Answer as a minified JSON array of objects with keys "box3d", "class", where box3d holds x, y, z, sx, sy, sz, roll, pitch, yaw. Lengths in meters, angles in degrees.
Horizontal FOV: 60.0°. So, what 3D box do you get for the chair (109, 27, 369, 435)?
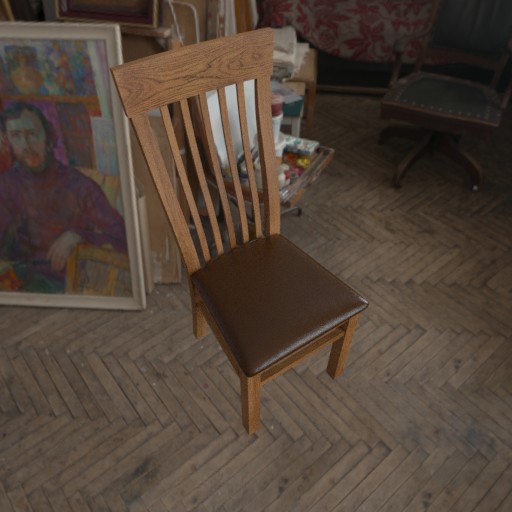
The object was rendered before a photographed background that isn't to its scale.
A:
[{"box3d":[0.000,0.000,1.337,0.450,1.050,0.580,-26,52,-22],"class":"chair"}]
